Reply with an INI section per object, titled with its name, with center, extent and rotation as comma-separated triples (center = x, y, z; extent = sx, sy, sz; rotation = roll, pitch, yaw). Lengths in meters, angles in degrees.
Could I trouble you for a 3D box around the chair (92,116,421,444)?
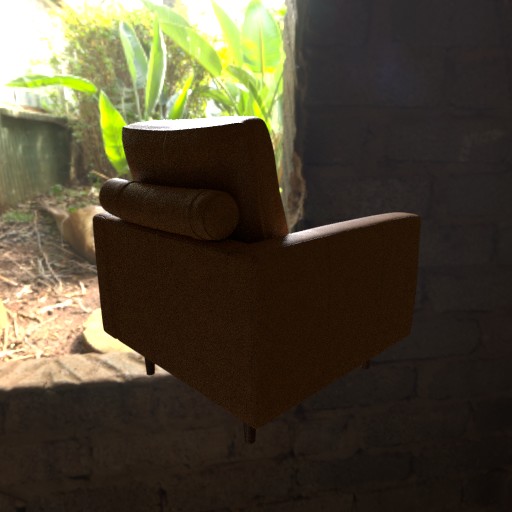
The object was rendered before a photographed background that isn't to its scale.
[chair]
center = 0.000, 0.000, 1.537
extent = 0.868, 0.896, 0.831
rotation = -14, 20, -43
